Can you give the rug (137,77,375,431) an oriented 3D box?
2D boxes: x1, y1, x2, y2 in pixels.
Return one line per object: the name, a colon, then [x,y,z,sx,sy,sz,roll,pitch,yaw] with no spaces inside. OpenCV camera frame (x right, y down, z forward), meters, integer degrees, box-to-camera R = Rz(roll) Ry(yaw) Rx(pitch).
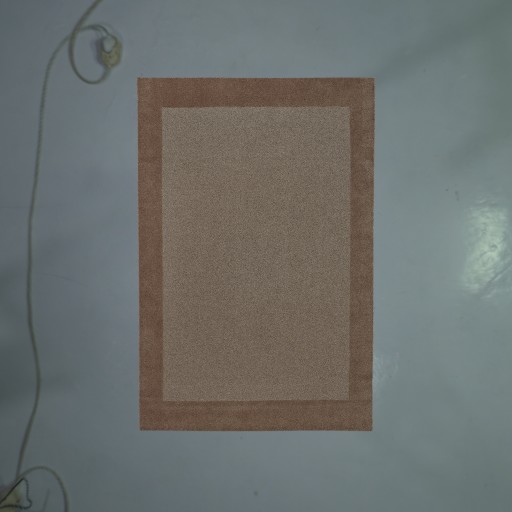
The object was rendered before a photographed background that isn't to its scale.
rug: [0.000,0.000,2.294,1.219,0.014,1.829,0,91,0]
